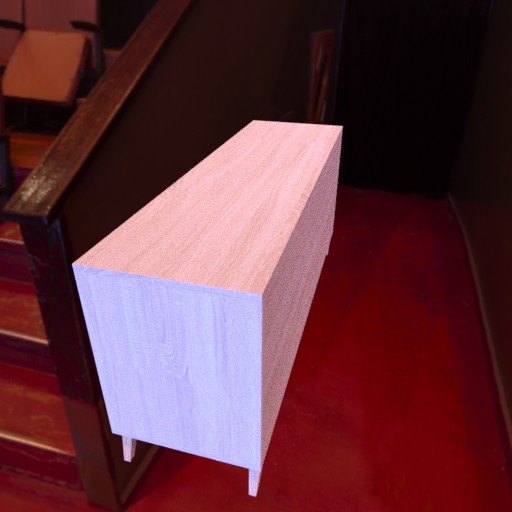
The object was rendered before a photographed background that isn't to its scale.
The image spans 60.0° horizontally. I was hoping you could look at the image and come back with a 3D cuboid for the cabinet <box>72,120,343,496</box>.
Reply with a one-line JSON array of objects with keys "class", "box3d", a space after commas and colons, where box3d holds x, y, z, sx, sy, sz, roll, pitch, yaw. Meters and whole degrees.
[{"class": "cabinet", "box3d": [0.000, 0.000, 1.946, 0.500, 0.780, 1.649, 8, 31, 14]}]
